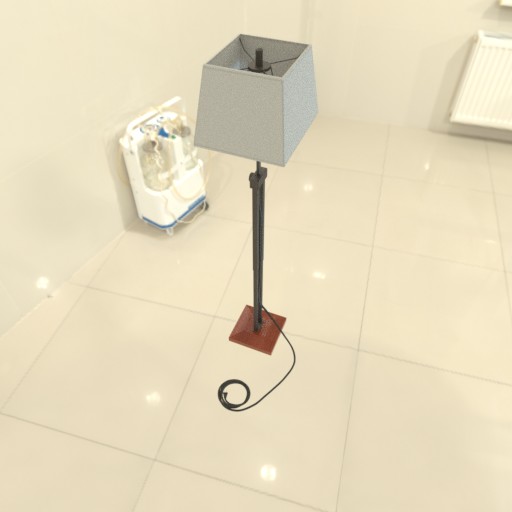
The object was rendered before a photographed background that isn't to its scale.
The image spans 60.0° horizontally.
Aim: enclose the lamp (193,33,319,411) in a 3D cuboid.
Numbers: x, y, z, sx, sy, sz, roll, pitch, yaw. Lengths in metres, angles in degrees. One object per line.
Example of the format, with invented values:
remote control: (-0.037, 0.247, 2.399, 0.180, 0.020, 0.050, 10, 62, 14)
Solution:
lamp: (0.000, 0.000, 2.021, 0.472, 1.712, 0.745, 17, 49, 15)
